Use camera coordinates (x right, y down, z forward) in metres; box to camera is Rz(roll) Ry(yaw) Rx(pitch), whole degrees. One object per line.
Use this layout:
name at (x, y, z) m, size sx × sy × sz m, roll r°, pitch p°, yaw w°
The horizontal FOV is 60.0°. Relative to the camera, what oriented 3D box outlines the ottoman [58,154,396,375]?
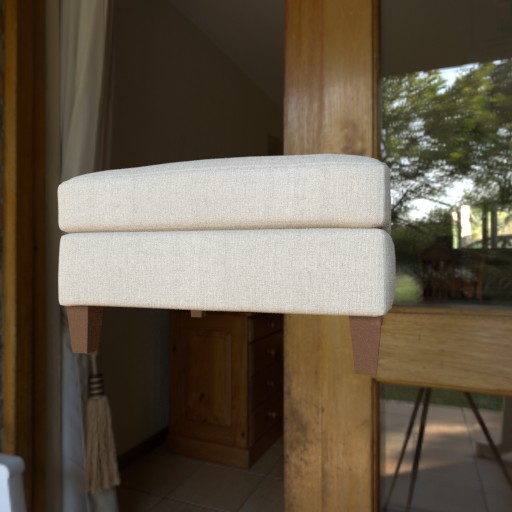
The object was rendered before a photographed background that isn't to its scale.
ottoman at (0.000, 0.000, 1.403) m, size 0.838 × 0.503 × 0.838 m, roll 0°, pitch 0°, yaw 17°
